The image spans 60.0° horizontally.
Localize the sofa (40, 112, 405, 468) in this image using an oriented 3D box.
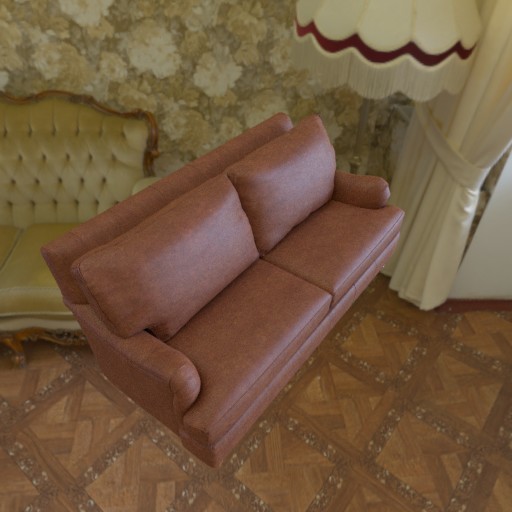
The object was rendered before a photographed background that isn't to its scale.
[{"bbox_3d":[0.000,0.000,2.803,1.147,1.071,2.144,27,48,27],"label":"sofa"}]
